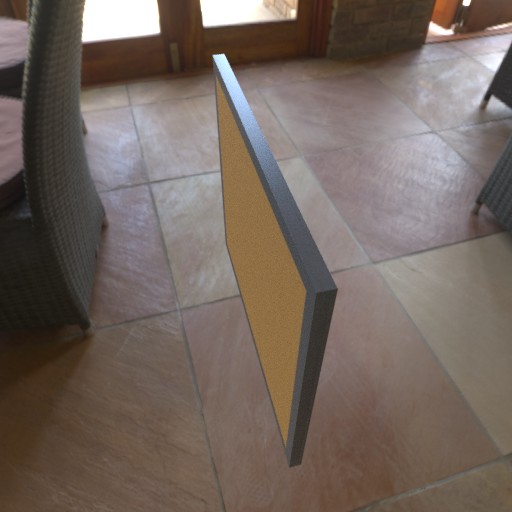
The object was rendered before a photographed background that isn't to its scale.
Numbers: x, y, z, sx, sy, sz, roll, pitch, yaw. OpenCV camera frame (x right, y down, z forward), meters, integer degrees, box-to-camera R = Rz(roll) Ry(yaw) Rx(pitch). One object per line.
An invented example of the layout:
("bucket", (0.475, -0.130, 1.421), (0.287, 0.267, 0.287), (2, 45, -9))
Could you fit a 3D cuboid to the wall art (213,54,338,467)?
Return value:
("wall art", (0.000, 0.000, 0.914), (0.026, 0.558, 0.660), (-10, 47, -10))
